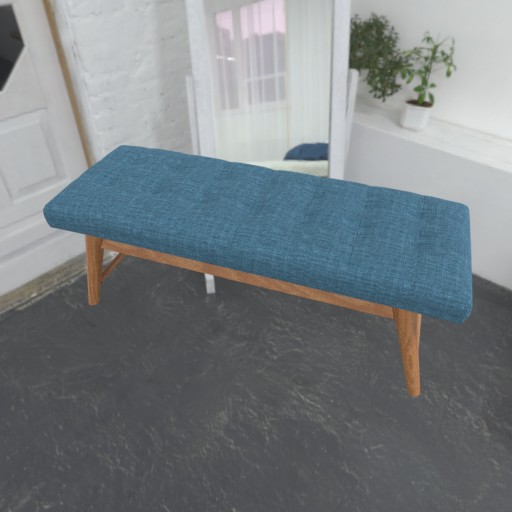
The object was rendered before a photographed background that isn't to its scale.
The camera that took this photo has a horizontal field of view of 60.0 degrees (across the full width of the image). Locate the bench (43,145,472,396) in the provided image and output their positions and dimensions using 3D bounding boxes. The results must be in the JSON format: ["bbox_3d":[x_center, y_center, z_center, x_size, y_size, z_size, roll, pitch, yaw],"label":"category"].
[{"bbox_3d":[0.000,0.000,1.334,1.118,0.432,0.406,13,42,14],"label":"bench"}]
